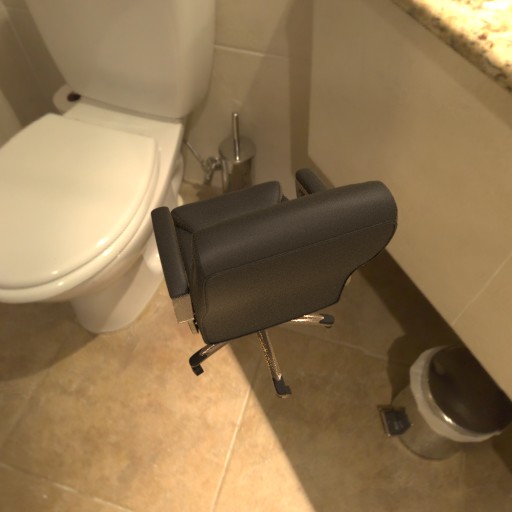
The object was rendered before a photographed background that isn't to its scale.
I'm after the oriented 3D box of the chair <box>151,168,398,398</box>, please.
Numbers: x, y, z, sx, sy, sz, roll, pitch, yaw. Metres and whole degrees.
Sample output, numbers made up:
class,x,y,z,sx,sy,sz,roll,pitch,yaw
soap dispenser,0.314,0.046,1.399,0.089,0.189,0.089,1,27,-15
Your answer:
class,x,y,z,sx,sy,sz,roll,pitch,yaw
chair,0.000,0.000,1.609,0.694,1.188,0.748,-17,59,-11
